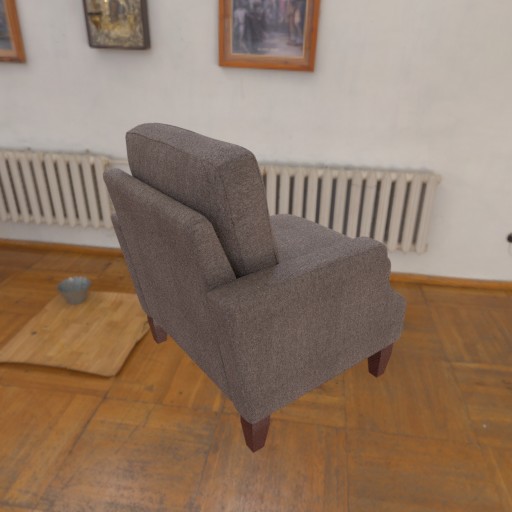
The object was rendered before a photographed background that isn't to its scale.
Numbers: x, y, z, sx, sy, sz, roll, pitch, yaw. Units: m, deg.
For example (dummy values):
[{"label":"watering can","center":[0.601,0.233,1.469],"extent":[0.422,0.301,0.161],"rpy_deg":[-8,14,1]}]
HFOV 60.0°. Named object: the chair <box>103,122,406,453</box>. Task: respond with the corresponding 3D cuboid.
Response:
[{"label":"chair","center":[0.000,0.000,1.717],"extent":[0.897,0.993,0.855],"rpy_deg":[-18,31,-32]}]
